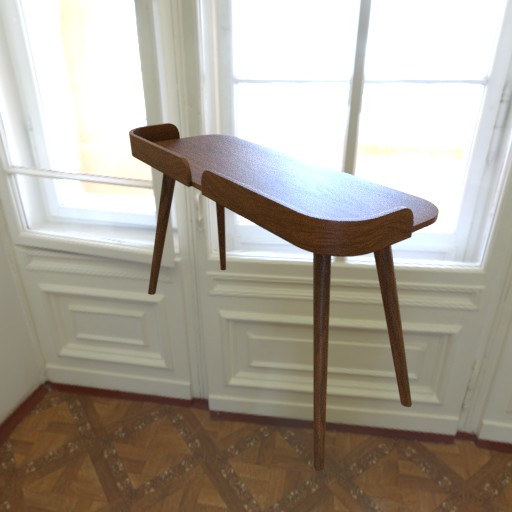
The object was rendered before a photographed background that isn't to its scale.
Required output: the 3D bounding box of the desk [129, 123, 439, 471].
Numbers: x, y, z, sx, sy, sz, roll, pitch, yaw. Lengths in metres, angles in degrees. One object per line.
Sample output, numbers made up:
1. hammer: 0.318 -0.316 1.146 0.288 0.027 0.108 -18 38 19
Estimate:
1. desk: 0.000 0.000 1.695 0.486 0.800 1.256 -19 33 -31
